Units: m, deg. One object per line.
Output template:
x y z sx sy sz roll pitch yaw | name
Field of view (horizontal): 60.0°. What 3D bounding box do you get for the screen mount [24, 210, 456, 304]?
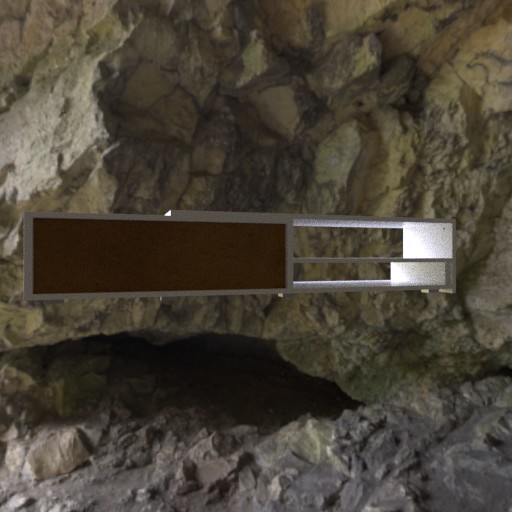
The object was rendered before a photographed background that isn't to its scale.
0.000 0.000 1.861 1.680 0.320 0.420 0 0 -18 | screen mount
